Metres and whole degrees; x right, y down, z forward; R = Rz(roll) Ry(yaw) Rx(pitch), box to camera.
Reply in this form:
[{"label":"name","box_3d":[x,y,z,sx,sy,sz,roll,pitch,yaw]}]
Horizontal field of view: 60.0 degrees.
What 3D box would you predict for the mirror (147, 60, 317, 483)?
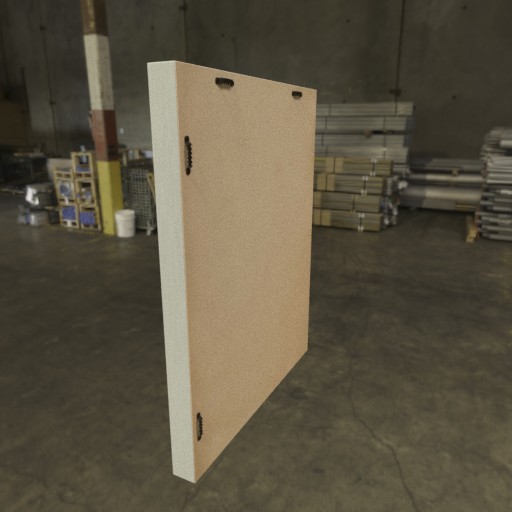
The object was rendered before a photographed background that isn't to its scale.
[{"label":"mirror","box_3d":[0.000,0.000,0.685,0.041,0.508,0.405,8,18,26]}]
